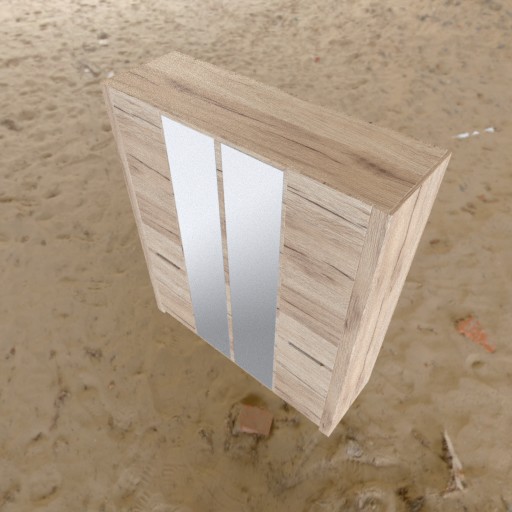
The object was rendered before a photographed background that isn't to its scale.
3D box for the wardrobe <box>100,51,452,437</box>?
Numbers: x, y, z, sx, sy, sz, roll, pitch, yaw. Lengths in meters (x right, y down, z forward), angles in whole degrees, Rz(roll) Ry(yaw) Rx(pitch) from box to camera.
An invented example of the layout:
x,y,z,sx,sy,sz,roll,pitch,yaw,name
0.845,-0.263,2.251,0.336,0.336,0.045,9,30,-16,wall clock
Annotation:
x,y,z,sx,sy,sz,roll,pitch,yaw,name
0.000,0.000,2.976,1.810,2.070,0.580,31,53,26,wardrobe
